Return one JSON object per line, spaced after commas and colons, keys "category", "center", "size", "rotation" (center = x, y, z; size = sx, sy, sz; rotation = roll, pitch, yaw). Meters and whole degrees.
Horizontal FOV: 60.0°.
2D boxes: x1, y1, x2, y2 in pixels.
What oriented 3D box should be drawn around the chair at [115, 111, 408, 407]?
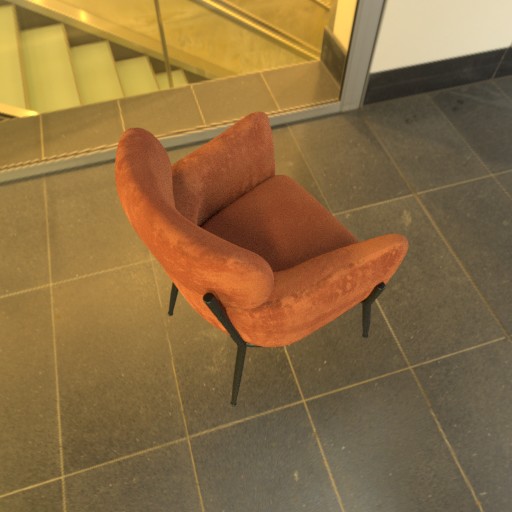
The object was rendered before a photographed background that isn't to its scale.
{"category": "chair", "center": [0.000, 0.000, 1.150], "size": [0.523, 0.772, 0.561], "rotation": [-32, 63, -19]}
